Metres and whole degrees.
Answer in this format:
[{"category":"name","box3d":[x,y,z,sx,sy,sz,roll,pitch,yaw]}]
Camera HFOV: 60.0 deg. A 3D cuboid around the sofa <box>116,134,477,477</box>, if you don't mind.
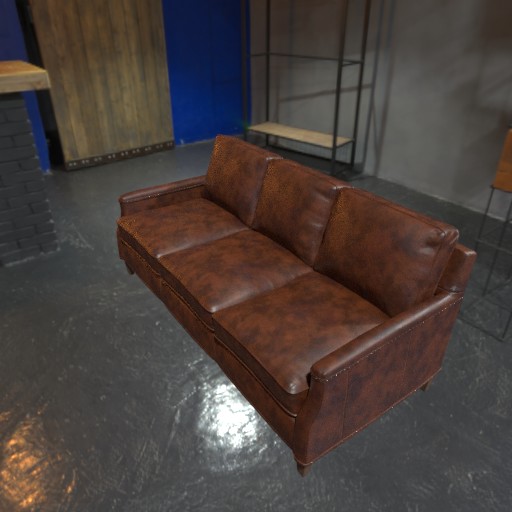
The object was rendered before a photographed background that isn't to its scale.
[{"category":"sofa","box3d":[0.000,0.000,2.778,1.084,1.003,2.240,-20,36,-30]}]
